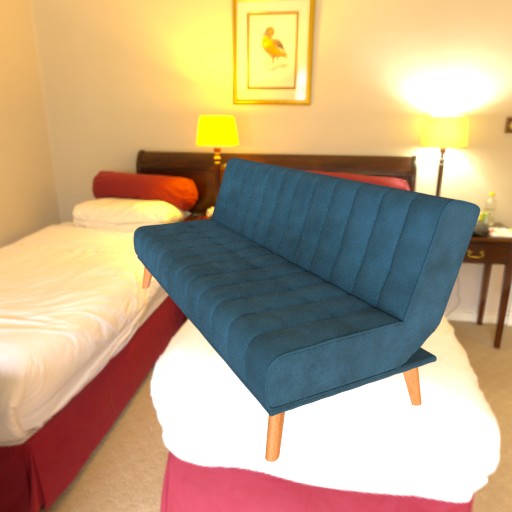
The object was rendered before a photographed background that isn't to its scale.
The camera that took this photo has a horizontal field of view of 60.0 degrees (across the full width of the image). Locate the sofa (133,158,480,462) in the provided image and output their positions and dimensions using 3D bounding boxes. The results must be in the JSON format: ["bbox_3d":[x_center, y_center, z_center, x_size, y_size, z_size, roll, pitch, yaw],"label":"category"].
[{"bbox_3d":[0.000,0.000,2.243,0.855,0.813,1.804,-9,19,-26],"label":"sofa"}]
